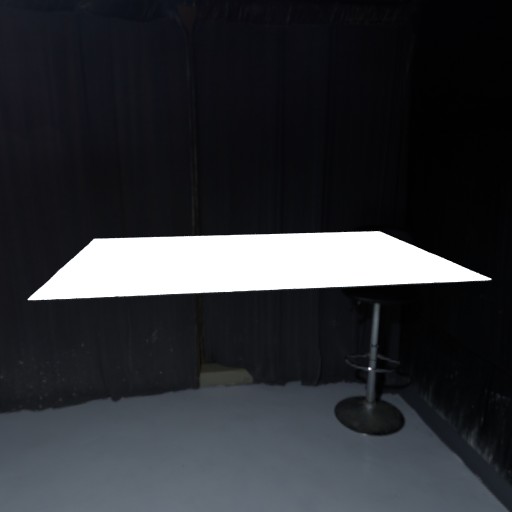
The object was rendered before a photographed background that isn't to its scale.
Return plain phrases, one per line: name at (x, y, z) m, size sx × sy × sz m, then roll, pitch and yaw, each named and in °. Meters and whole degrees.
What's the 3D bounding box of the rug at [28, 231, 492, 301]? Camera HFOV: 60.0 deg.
rug at (0.000, 0.000, 3.027) m, size 2.442 × 0.010 × 1.546 m, roll -2°, pitch 13°, yaw -8°
